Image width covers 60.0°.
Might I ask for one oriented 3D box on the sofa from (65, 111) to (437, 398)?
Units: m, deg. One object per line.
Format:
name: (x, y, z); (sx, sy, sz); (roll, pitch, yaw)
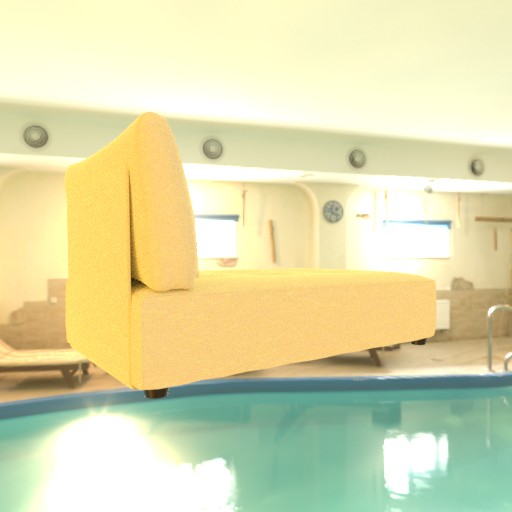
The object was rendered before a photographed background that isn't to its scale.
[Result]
sofa: (0.000, 0.000, 2.007); (1.450, 0.820, 0.930); (0, 0, -36)
